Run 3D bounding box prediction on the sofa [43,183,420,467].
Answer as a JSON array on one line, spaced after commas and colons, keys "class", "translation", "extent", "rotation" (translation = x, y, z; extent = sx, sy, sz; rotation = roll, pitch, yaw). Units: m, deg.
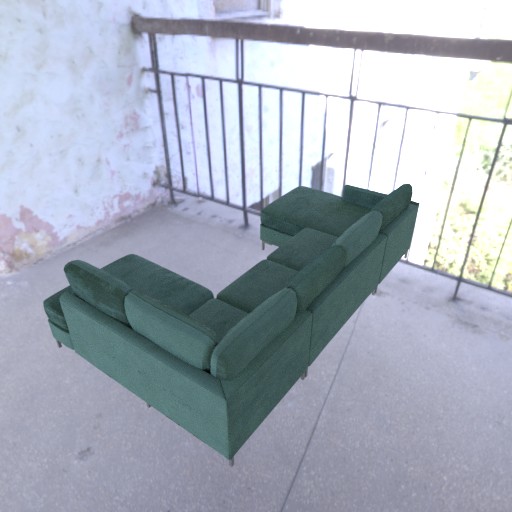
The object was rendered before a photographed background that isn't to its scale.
[{"class": "sofa", "translation": [0.000, 0.000, 4.430], "extent": [2.055, 0.992, 3.434], "rotation": [22, 38, 30]}]
